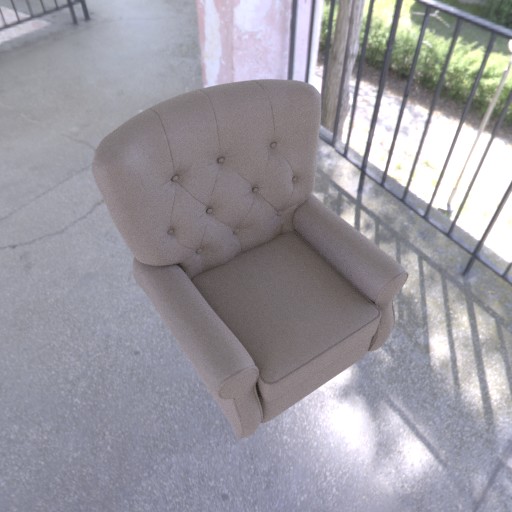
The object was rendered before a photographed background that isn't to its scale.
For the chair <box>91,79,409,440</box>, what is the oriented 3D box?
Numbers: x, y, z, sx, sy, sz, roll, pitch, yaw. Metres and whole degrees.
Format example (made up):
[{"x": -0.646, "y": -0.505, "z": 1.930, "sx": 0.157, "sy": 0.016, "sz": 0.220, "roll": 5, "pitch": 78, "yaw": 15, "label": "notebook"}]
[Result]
[{"x": 0.000, "y": 0.000, "z": 1.913, "sx": 0.999, "sy": 1.138, "sz": 1.041, "roll": -26, "pitch": 52, "yaw": -22, "label": "chair"}]
